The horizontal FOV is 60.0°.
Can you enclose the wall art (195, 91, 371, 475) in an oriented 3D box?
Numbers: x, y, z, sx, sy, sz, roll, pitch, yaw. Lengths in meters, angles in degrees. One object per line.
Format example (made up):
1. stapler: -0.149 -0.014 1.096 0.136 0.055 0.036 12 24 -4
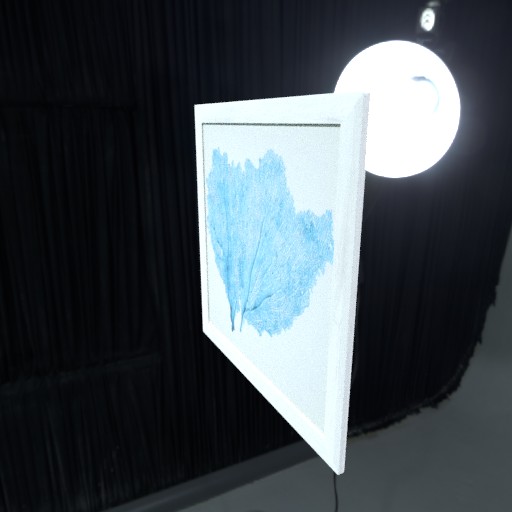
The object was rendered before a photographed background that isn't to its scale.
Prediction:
1. wall art: 0.000 0.000 0.880 0.013 0.584 0.584 -9 19 -27
